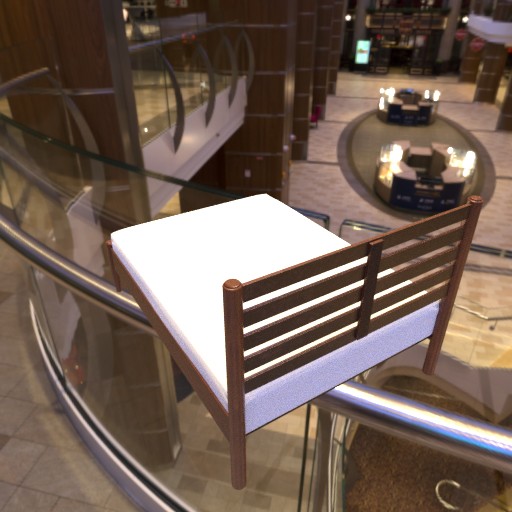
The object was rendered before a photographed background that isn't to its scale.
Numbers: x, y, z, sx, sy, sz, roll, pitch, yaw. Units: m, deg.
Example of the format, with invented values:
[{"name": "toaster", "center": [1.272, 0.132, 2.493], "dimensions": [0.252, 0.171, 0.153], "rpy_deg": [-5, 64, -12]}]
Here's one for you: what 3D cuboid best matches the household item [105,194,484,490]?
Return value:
[{"name": "household item", "center": [0.000, 0.000, 3.265], "dimensions": [1.663, 1.356, 2.232], "rpy_deg": [-18, 35, -27]}]
